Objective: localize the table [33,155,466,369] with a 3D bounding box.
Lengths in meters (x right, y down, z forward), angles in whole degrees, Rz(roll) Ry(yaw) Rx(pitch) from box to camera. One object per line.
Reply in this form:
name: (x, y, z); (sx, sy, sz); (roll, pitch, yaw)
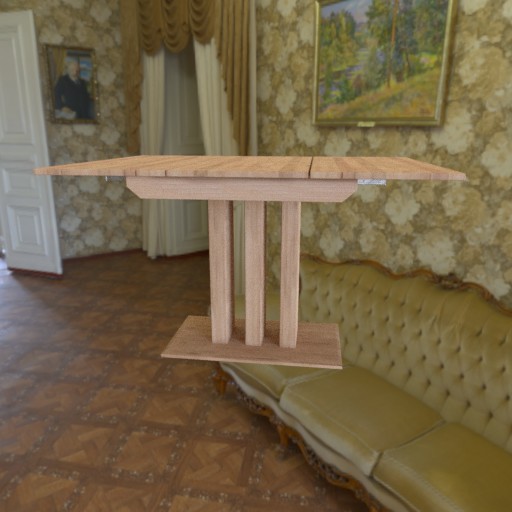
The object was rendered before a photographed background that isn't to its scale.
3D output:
table: (0.000, 0.000, 1.846); (1.300, 0.770, 0.900); (2, 16, 7)
